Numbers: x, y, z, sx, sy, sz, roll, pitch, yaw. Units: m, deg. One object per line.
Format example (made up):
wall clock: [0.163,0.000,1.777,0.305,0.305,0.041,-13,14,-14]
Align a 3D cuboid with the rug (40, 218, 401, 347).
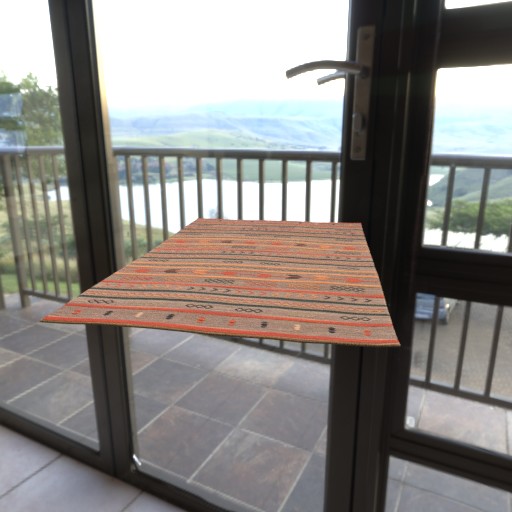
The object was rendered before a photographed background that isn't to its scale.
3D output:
rug: [0.000,0.000,2.982,1.537,0.029,2.439,3,16,9]
